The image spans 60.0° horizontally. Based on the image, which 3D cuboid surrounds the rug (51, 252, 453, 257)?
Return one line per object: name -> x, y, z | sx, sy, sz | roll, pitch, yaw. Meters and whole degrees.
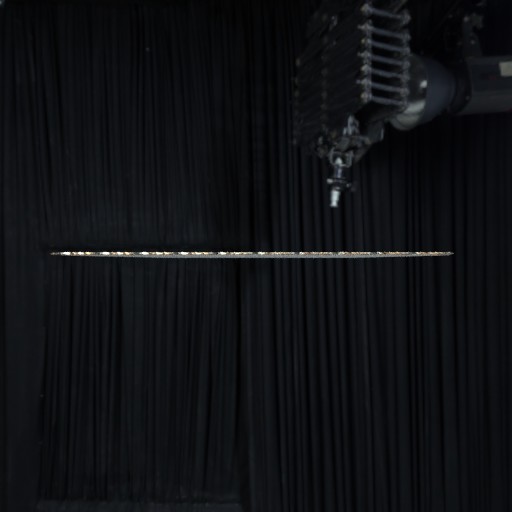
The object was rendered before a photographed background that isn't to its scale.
rug -> 0.000, 0.000, 2.244 | 1.278, 0.009, 1.726 | 0, -1, 1
